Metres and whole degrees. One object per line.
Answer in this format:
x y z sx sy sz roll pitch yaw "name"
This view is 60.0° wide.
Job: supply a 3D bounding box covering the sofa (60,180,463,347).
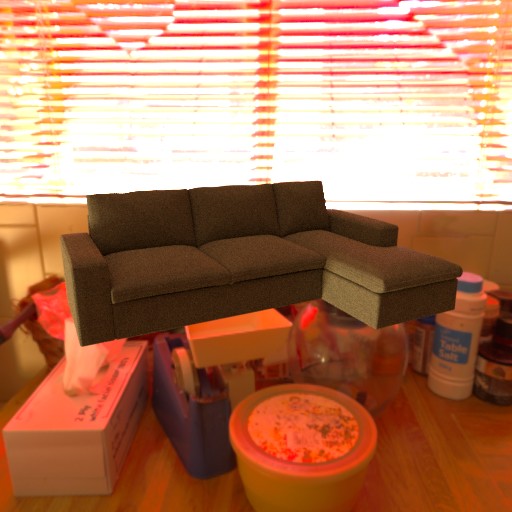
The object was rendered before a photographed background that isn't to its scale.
0.000 0.000 3.493 2.718 0.940 1.689 -8 18 -26 "sofa"
